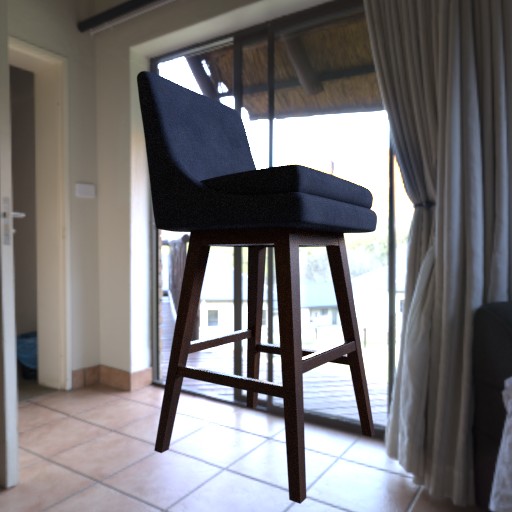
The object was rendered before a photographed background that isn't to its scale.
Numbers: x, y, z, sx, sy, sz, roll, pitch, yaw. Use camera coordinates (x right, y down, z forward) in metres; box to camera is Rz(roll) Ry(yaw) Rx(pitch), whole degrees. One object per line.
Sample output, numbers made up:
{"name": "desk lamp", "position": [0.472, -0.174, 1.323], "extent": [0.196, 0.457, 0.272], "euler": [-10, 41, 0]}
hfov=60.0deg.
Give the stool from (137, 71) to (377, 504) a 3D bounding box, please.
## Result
{"name": "stool", "position": [0.000, 0.000, 1.293], "extent": [0.572, 1.068, 0.489], "euler": [0, 0, 35]}
